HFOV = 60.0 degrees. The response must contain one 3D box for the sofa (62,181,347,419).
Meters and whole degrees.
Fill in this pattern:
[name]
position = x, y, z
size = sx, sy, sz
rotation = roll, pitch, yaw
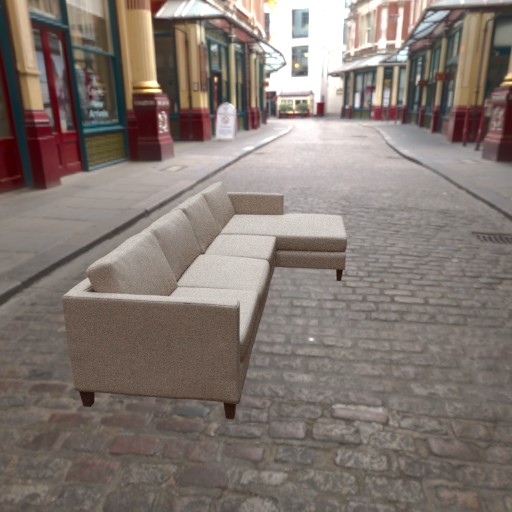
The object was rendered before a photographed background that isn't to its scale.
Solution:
[sofa]
position = 0.000, 0.000, 3.748
size = 1.625, 0.846, 3.186
rotation = 2, 18, 7
